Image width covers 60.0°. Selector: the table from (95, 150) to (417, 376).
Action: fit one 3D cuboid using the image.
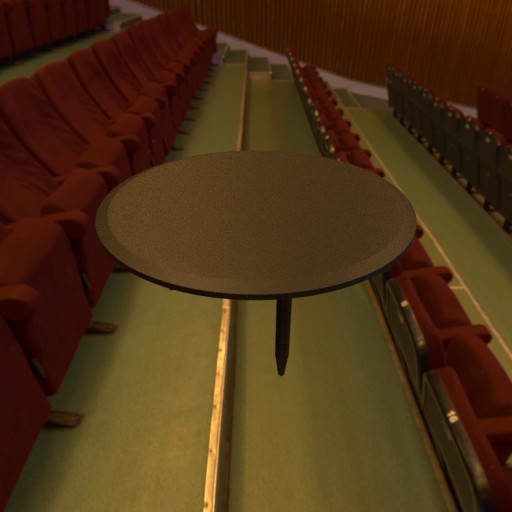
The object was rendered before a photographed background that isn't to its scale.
[{"bbox_3d":[0.000,0.000,1.399,0.900,0.400,0.900,0,32,0],"label":"table"}]
